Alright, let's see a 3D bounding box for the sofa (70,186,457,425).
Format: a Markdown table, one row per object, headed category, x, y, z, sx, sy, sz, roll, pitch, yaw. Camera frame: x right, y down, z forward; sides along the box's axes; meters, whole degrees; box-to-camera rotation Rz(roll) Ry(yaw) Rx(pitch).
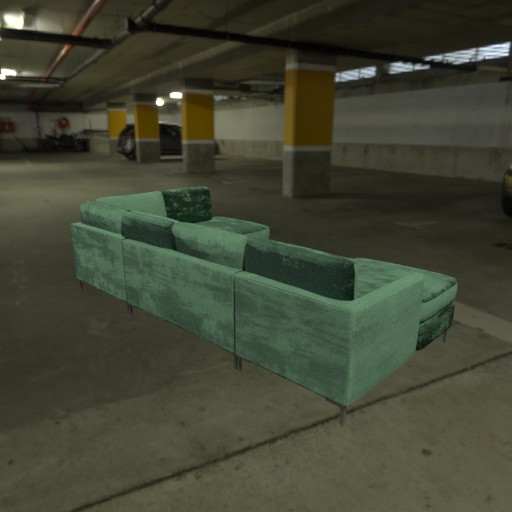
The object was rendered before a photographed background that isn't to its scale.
| category | x | y | z | sx | sy | sz | roll | pitch | yaw |
| --- | --- | --- | --- | --- | --- | --- | --- | --- | --- |
| sofa | 0.000 | 0.000 | 4.249 | 3.434 | 0.992 | 2.055 | 14 | 21 | 42 |
